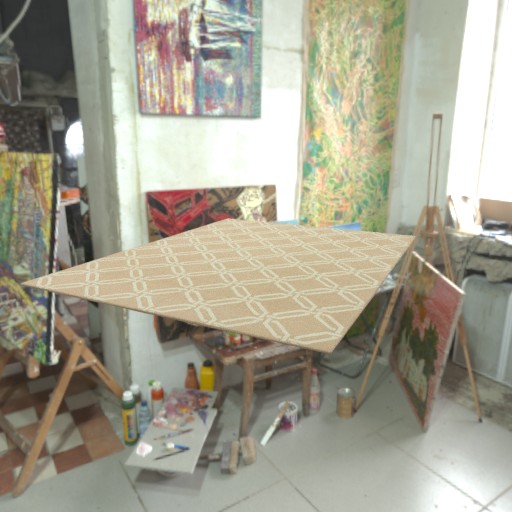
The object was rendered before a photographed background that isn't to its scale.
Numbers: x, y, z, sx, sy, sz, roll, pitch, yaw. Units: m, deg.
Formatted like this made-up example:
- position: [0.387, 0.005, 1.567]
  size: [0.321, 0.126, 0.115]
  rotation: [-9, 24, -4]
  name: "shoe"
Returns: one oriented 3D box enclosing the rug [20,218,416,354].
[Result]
- position: [0.000, 0.000, 3.888]
  size: [2.288, 0.018, 2.895]
  rotation: [8, 17, 26]
  name: "rug"
